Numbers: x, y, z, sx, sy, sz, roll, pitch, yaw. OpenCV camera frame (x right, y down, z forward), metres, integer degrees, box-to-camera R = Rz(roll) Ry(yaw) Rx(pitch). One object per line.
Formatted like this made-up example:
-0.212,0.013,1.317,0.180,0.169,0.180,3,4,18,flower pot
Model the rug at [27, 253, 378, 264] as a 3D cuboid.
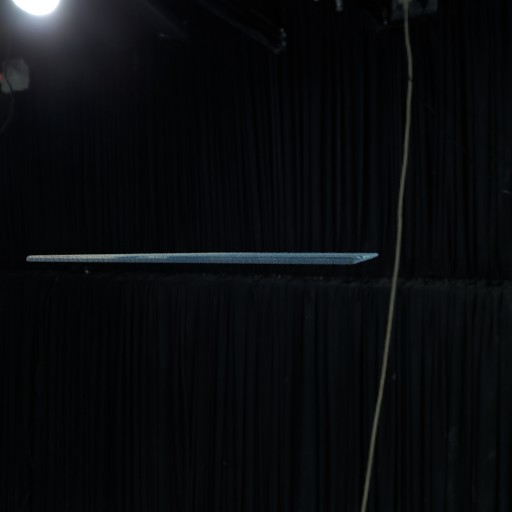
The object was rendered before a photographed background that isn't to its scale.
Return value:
0.000,0.000,3.013,1.540,0.027,2.450,0,1,17,rug
